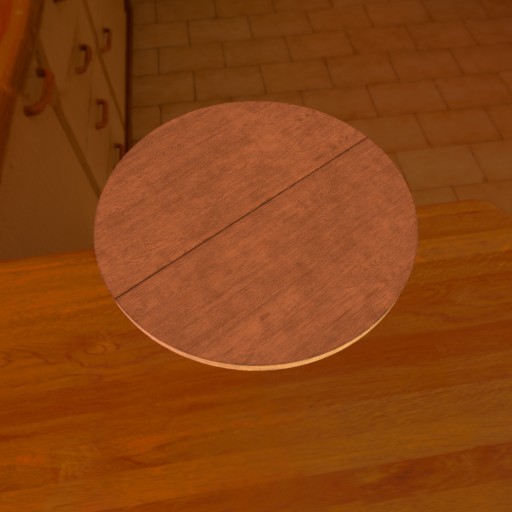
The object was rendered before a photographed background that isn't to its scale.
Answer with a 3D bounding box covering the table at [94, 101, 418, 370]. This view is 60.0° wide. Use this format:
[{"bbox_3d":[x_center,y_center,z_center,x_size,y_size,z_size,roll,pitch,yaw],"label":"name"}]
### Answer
[{"bbox_3d":[0.000,0.000,2.221,1.363,0.781,1.363,0,59,0],"label":"table"}]
